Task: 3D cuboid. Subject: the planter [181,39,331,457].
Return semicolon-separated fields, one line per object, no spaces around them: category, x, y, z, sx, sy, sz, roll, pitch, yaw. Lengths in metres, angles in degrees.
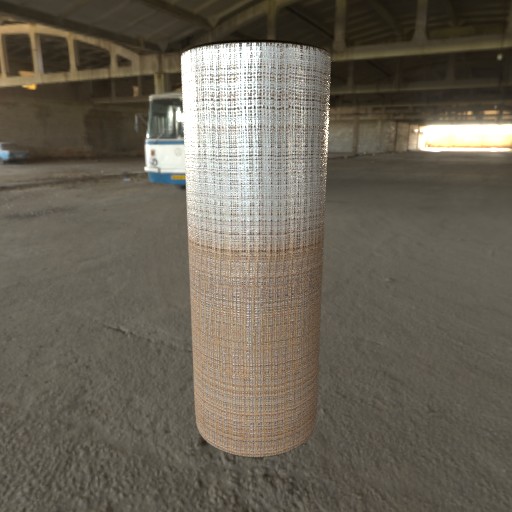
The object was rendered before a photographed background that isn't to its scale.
planter;0.000;0.000;0.331;0.099;0.278;0.099;7;17;26
